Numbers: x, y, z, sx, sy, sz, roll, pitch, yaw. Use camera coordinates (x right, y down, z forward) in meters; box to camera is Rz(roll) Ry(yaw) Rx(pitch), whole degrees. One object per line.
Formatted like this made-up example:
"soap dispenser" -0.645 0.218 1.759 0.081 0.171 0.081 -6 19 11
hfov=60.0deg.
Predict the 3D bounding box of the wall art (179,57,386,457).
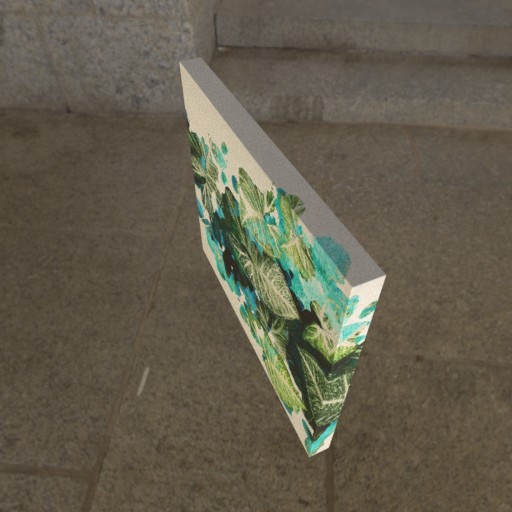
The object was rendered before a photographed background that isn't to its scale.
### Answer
"wall art" 0.000 0.000 0.716 0.041 0.435 0.507 -18 50 -16
